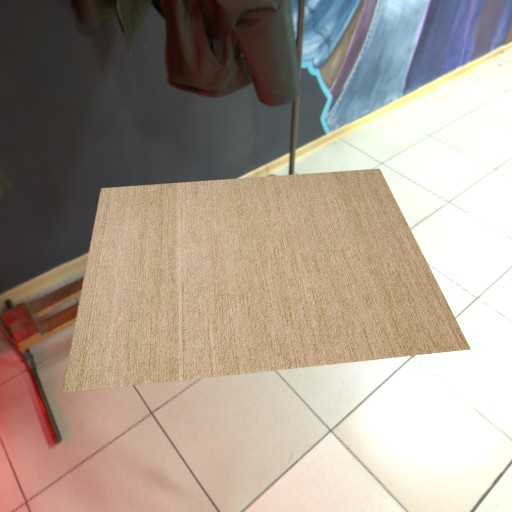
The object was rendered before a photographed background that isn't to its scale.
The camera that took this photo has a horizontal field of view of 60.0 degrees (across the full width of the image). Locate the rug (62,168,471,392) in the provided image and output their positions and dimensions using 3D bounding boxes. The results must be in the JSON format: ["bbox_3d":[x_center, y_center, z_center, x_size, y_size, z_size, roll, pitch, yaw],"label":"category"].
[{"bbox_3d":[0.000,0.000,4.250,3.198,0.016,2.425,-5,48,-4],"label":"rug"}]
